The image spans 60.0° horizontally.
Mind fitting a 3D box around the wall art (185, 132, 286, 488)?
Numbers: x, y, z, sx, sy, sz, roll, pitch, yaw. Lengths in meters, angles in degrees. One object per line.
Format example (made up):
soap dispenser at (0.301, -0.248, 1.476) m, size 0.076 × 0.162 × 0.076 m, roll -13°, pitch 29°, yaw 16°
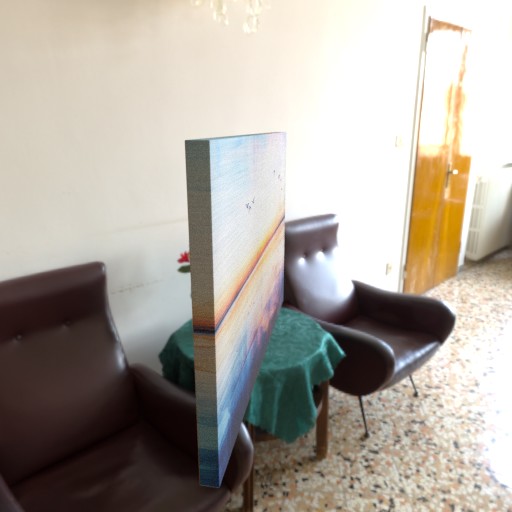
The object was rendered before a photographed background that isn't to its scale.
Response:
wall art at (0.000, 0.000, 1.143) m, size 0.037 × 0.605 × 0.911 m, roll 3°, pitch 17°, yaw 10°
